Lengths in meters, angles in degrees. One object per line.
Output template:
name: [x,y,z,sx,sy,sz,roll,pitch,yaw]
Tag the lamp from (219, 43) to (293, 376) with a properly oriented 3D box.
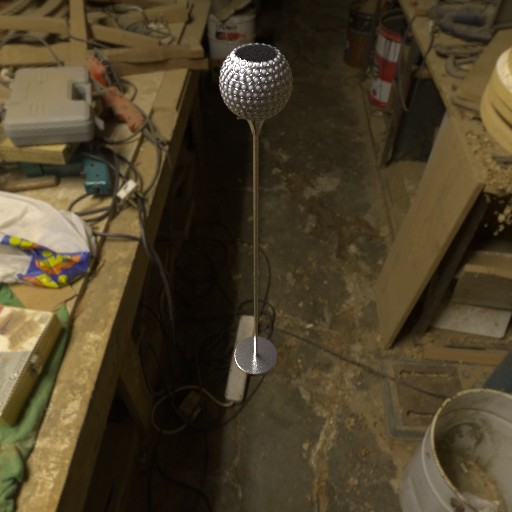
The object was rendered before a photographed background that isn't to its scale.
lamp: [0.000,0.000,1.985,0.254,1.805,0.254,0,48,0]
